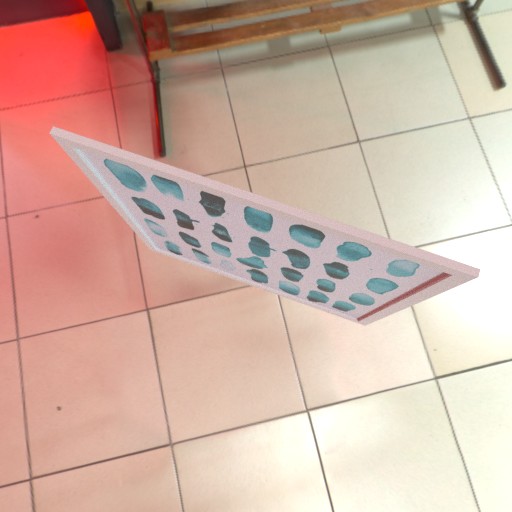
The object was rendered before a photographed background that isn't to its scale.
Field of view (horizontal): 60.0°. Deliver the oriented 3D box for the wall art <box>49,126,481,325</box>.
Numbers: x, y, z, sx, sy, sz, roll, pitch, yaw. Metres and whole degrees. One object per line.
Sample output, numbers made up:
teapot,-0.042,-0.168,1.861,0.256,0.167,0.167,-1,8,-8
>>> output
wall art,0.000,0.000,0.666,0.456,0.457,0.009,19,76,5
